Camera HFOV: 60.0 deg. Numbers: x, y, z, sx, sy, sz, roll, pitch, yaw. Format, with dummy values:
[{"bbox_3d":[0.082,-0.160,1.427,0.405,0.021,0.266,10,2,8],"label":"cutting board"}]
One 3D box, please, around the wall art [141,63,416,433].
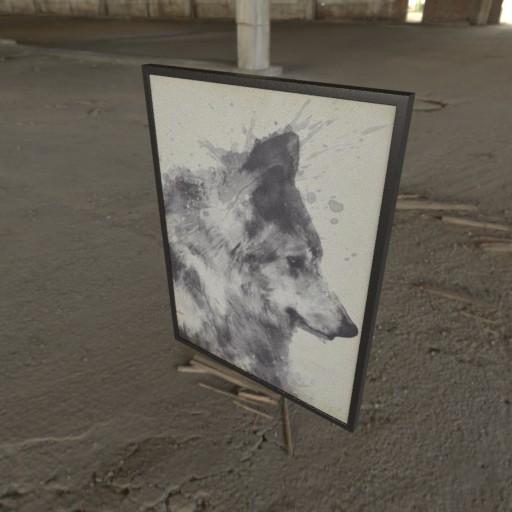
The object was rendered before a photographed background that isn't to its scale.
[{"bbox_3d":[0.000,0.000,1.398,0.804,1.061,0.039,20,36,30],"label":"wall art"}]
